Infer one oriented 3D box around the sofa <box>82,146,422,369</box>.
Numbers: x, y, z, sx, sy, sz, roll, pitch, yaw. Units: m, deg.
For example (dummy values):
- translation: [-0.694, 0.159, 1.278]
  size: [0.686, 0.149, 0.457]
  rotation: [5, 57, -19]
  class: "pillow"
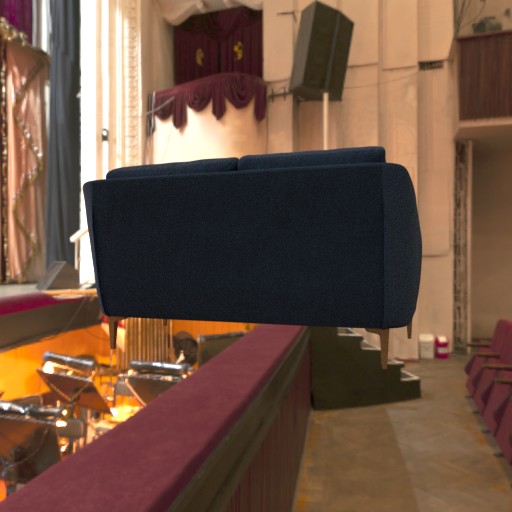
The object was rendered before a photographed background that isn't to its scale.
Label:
- translation: [0.000, 0.000, 2.250]
  size: [1.619, 0.902, 0.960]
  rotation: [0, 0, 17]
  class: "sofa"
